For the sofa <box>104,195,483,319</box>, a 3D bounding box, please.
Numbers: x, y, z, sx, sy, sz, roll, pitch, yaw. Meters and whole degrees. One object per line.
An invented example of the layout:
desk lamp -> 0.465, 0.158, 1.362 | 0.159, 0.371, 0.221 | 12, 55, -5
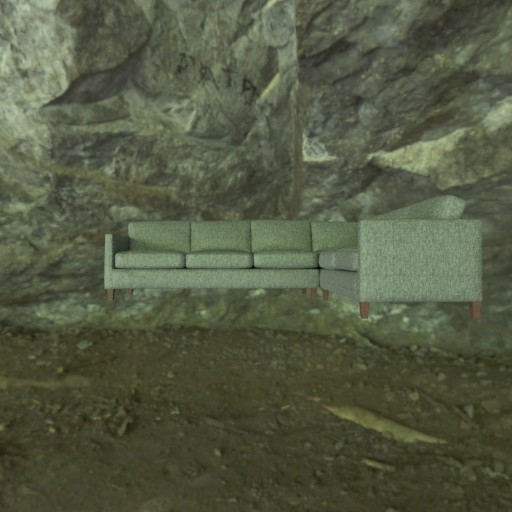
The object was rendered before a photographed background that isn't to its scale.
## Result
sofa -> 0.000, 0.000, 4.462 | 3.302, 0.947, 2.593 | 0, -1, -2
